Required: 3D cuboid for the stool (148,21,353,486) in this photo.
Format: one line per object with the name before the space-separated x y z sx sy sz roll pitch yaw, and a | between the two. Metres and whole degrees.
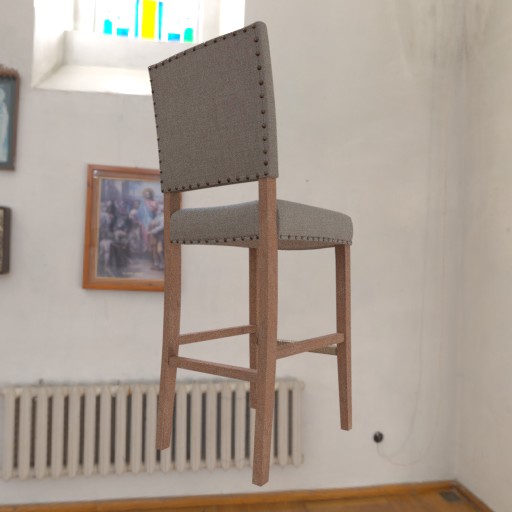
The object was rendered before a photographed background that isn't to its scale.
stool | 0.000 0.000 1.469 0.445 1.203 0.585 -1 -2 37
